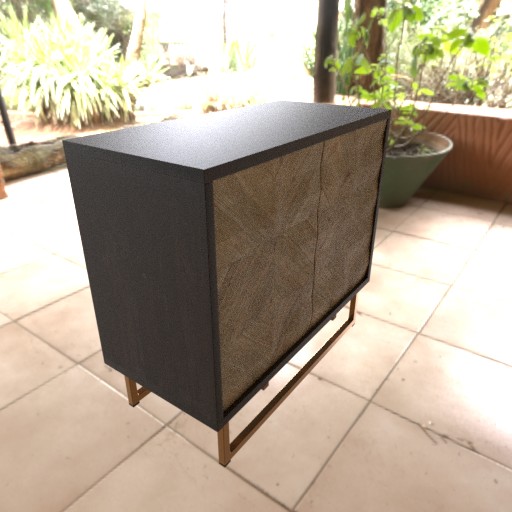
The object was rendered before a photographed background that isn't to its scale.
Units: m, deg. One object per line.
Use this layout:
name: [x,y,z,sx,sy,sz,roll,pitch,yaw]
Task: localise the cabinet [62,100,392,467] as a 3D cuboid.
cabinet: [0.000,0.000,1.468,0.451,0.860,0.950,18,31,32]
